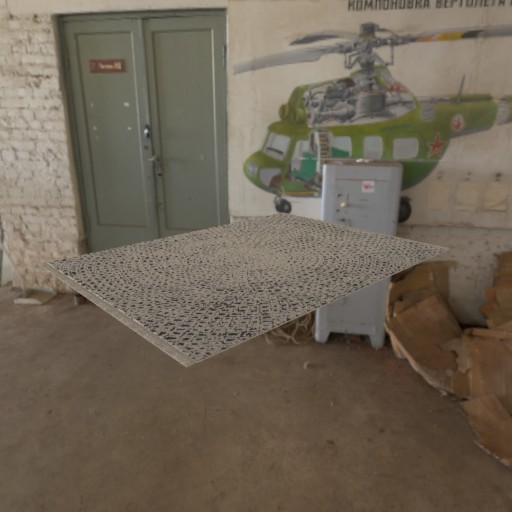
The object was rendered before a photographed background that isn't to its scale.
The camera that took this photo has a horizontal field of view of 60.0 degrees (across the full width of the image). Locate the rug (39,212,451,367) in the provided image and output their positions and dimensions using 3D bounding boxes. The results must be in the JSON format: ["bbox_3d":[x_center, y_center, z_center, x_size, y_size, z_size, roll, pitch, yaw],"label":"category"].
[{"bbox_3d":[0.000,0.000,2.164,1.634,0.003,1.190,-16,24,-41],"label":"rug"}]
